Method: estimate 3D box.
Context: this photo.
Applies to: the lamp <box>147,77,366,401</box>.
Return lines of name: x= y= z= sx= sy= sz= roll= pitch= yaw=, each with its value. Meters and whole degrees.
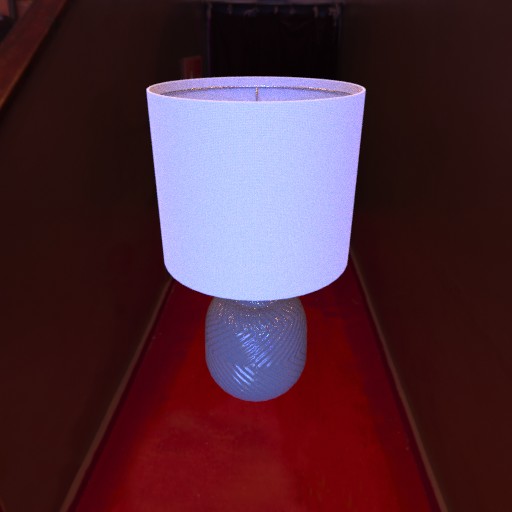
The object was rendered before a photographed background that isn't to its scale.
lamp: x=0.000 y=0.000 z=0.510 sx=0.207 sy=0.366 sz=0.207 roll=0 pitch=27 yaw=1
